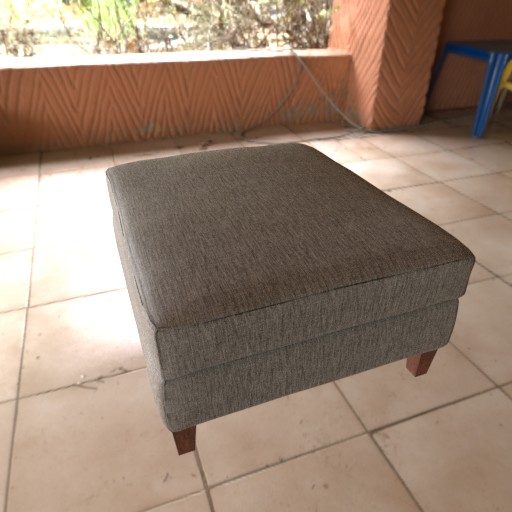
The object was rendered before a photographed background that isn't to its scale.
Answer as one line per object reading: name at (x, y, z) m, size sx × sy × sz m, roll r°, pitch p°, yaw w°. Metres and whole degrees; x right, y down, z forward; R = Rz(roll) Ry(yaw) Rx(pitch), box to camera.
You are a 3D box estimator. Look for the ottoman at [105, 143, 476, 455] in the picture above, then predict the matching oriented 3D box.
ottoman at (0.000, 0.000, 1.465) m, size 0.839 × 0.492 × 0.994 m, roll -12°, pitch 34°, yaw -18°
